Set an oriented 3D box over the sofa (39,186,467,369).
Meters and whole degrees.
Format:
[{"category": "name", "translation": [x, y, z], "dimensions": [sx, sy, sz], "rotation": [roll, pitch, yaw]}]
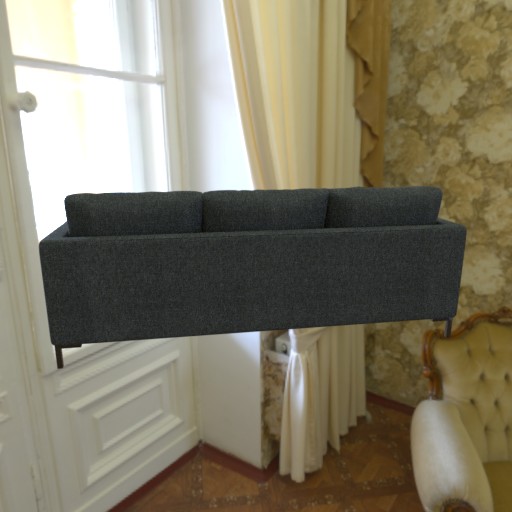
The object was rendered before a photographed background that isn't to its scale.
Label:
[{"category": "sofa", "translation": [0.000, 0.000, 2.700], "dimensions": [2.218, 0.874, 0.859], "rotation": [-3, 15, -9]}]
